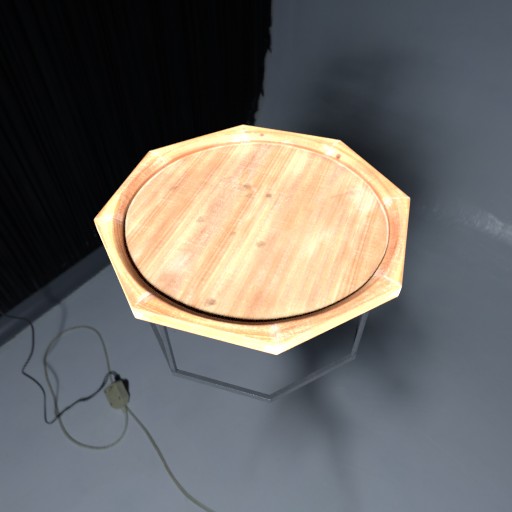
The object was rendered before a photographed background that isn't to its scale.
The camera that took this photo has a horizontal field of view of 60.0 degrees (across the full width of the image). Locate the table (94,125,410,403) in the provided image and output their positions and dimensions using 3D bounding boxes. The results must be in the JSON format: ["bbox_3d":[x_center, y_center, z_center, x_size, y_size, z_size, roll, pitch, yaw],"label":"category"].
[{"bbox_3d":[0.000,0.000,1.558,1.002,0.444,1.002,0,47,0],"label":"table"}]
